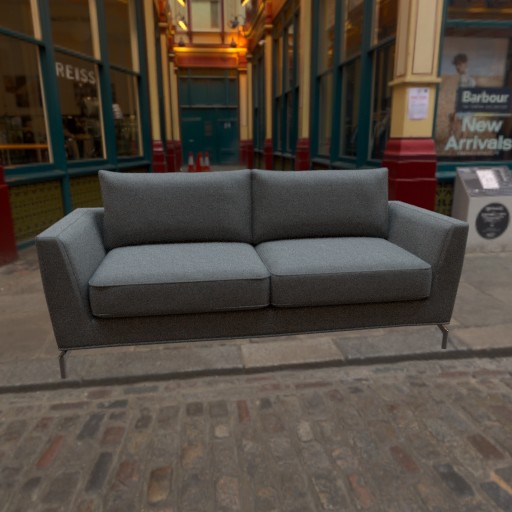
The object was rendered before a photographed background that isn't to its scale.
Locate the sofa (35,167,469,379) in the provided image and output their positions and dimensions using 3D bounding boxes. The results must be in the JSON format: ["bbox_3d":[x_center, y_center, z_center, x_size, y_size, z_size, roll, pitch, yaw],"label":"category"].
[{"bbox_3d":[0.000,0.000,2.663,2.212,1.002,0.869,-2,16,-8],"label":"sofa"}]
